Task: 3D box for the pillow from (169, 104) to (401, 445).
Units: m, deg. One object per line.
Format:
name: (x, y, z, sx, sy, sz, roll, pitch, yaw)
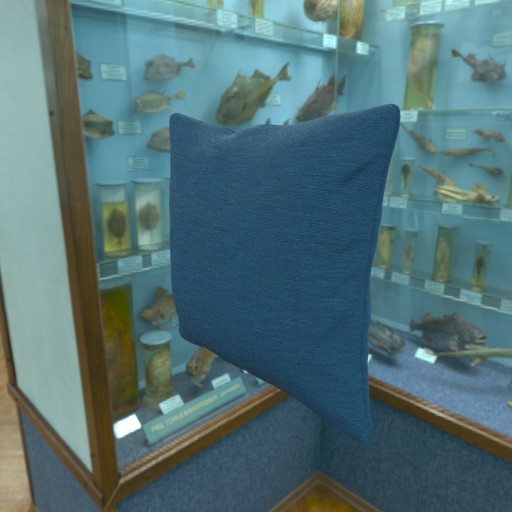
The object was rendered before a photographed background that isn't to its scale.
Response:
pillow: (0.000, 0.000, 0.666, 0.177, 0.420, 0.437, -14, 21, -40)
